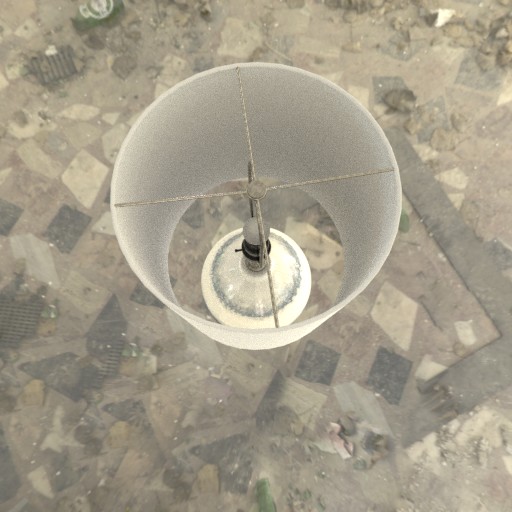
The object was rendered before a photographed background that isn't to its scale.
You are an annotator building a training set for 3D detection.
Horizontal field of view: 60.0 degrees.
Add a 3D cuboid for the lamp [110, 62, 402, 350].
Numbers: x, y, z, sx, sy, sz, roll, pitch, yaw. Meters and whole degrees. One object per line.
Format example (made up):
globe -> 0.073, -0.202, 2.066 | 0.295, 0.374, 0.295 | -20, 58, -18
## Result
lamp -> 0.000, 0.000, 0.524 | 0.216, 0.404, 0.216 | -37, 78, -9
